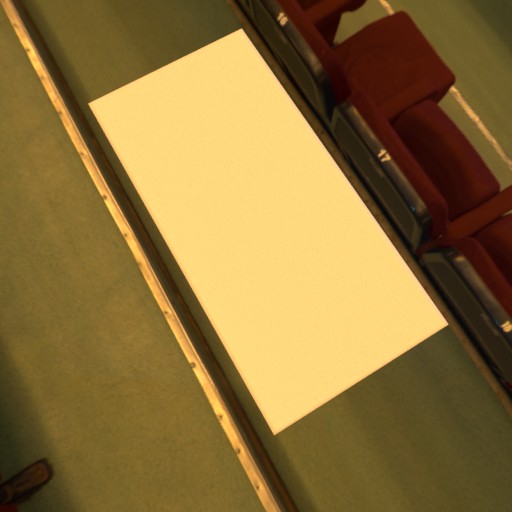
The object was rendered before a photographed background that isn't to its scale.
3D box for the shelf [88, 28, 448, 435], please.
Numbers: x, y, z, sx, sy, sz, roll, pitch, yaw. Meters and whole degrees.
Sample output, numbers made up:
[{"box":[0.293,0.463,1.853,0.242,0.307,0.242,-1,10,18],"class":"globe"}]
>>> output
[{"box":[0.000,0.000,1.291,0.390,0.786,0.790,-30,77,-8],"class":"shelf"}]
